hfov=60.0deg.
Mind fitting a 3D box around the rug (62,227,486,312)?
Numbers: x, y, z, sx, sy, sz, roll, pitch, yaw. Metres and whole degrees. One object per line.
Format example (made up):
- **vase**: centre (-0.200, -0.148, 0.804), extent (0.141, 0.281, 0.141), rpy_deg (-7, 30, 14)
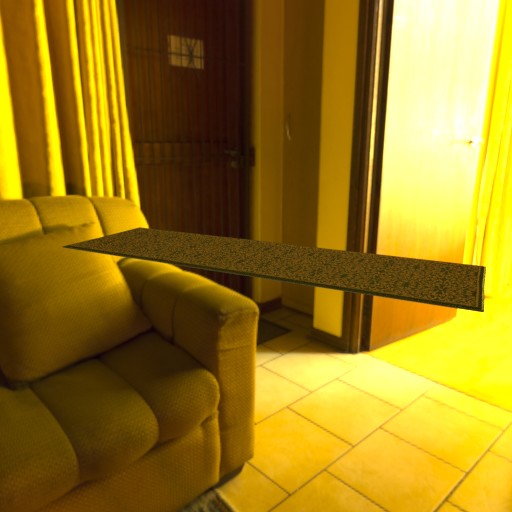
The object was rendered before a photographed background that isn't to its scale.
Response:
- **rug**: centre (0.000, 0.000, 2.371), extent (2.196, 0.011, 0.662), rpy_deg (7, 16, 26)
